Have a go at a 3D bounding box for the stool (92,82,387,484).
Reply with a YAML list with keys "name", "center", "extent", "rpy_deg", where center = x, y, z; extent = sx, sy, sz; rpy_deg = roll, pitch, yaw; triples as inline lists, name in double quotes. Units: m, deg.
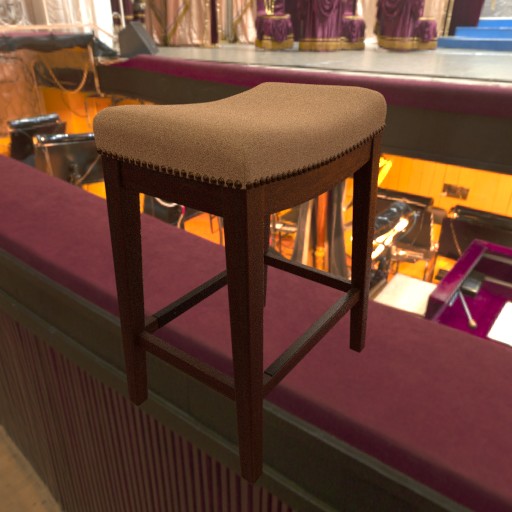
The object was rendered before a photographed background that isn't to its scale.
- name: "stool"
  center: [0.000, 0.000, 0.969]
  extent: [0.363, 0.669, 0.509]
  rpy_deg: [19, 33, 32]
